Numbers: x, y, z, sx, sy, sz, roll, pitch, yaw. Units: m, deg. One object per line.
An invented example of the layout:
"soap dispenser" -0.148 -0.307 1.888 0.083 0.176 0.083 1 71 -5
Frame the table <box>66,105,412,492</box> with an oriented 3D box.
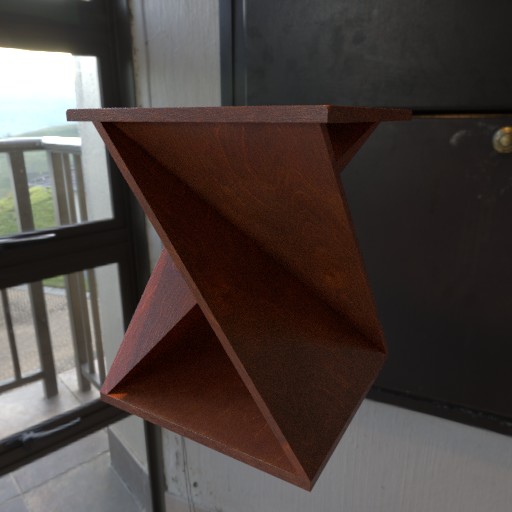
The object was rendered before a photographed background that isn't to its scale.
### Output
"table" 0.000 0.000 0.829 0.427 0.520 0.427 10 20 29
